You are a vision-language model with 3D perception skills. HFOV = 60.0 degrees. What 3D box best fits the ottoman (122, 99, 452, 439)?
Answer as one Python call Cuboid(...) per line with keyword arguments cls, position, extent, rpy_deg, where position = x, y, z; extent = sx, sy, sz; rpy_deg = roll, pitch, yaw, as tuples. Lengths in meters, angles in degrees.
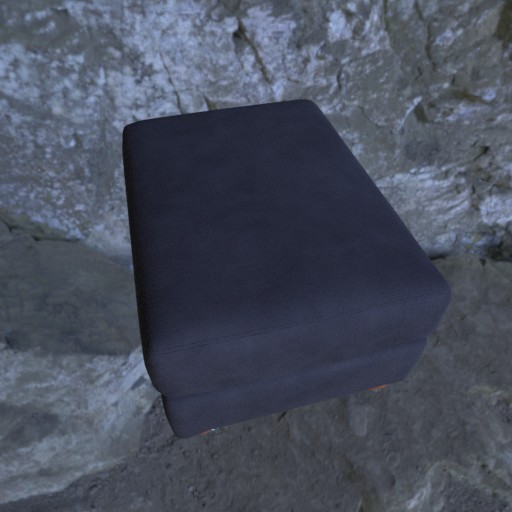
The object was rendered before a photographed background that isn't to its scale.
Cuboid(cls="ottoman", position=(0.000, 0.000, 1.135), extent=(0.574, 0.497, 0.773), rpy_deg=(-11, 47, -10))
